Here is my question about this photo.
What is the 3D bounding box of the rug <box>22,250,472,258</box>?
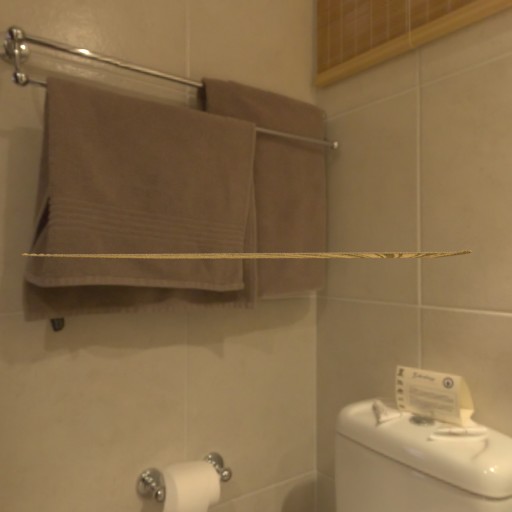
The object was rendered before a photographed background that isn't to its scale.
[{"bbox_3d":[0.000,0.000,2.978,2.435,0.018,1.540,0,-1,17],"label":"rug"}]
